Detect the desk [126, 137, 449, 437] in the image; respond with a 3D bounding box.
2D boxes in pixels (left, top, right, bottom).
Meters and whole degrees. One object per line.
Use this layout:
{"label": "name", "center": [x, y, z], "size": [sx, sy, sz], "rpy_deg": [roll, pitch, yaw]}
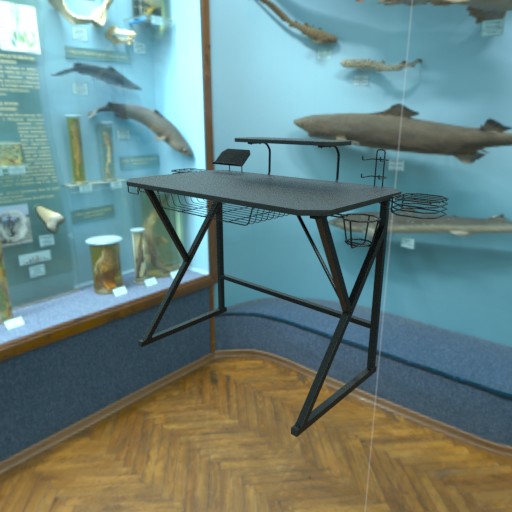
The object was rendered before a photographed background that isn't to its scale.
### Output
{"label": "desk", "center": [0.000, 0.000, 1.749], "size": [1.290, 0.880, 0.580], "rpy_deg": [15, 23, 40]}
